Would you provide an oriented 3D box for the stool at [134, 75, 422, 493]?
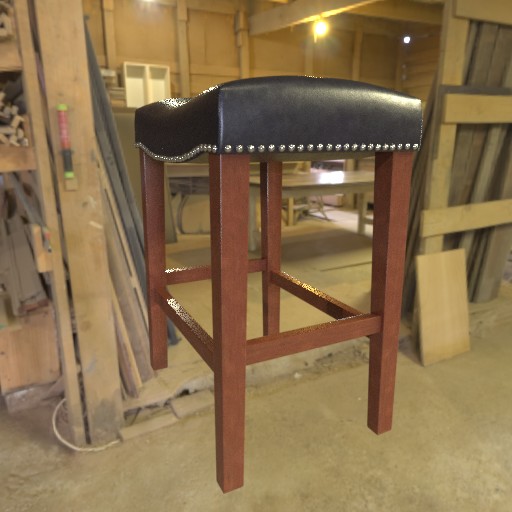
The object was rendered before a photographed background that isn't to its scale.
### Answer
[{"bbox_3d":[0.000,0.000,0.928,0.372,0.654,0.504,-7,16,-26],"label":"stool"}]
